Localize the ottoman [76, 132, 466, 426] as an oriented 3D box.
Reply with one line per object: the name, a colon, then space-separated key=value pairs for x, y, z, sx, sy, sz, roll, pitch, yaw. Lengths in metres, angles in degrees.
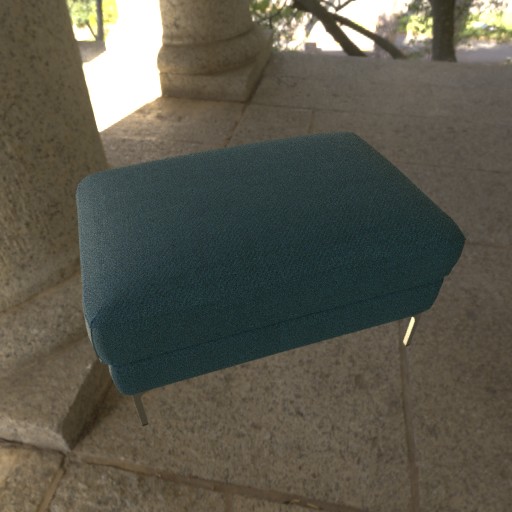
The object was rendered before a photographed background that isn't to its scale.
ottoman: x=0.000 y=0.000 z=1.210 sx=0.856 sy=0.498 sz=0.563 roll=-13 pitch=43 yaw=-14
